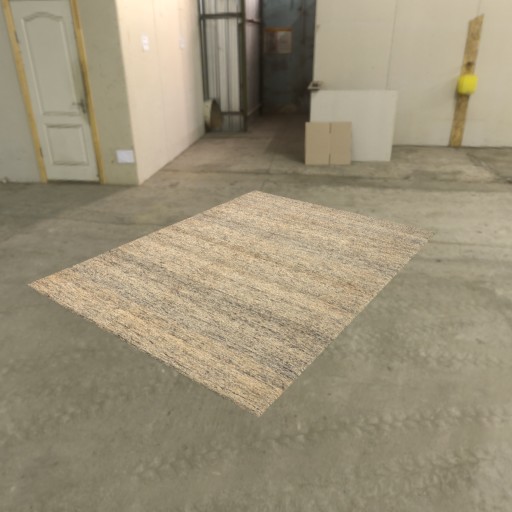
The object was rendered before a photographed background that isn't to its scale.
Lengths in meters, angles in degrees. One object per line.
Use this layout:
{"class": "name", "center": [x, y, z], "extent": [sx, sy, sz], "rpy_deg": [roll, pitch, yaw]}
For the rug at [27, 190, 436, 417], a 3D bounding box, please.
{"class": "rug", "center": [0.000, 0.000, 4.227], "extent": [2.414, 0.036, 3.199], "rpy_deg": [18, 32, 32]}
